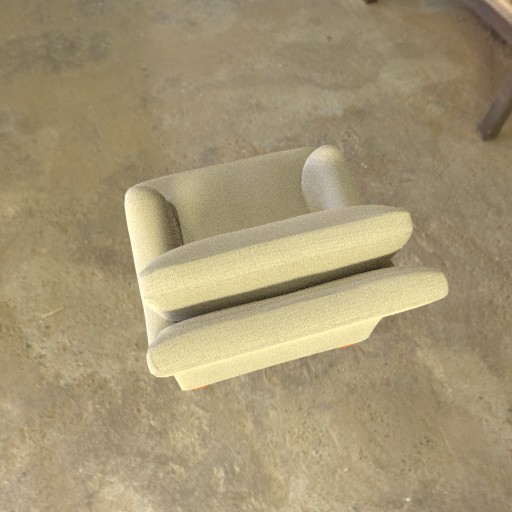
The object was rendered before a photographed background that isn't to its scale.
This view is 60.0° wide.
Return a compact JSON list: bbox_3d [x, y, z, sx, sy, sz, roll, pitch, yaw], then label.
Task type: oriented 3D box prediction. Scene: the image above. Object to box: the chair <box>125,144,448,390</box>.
[{"bbox_3d":[0.000,0.000,1.863,0.955,1.038,1.070,-14,60,-8],"label":"chair"}]
